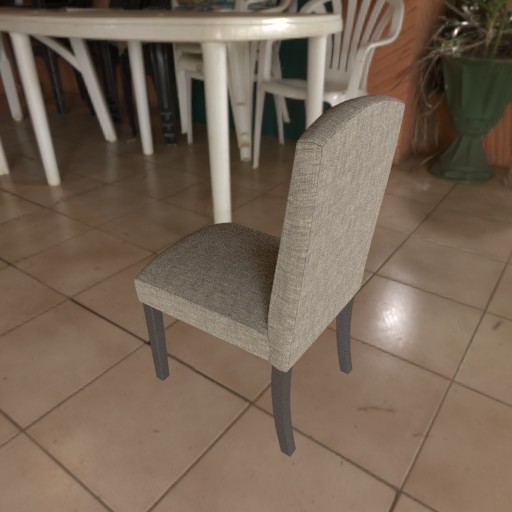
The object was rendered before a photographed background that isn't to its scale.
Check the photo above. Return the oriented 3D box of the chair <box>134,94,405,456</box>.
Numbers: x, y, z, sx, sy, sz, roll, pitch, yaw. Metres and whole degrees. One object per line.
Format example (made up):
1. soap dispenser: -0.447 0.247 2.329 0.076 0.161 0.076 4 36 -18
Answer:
1. chair: 0.000 0.000 1.263 0.580 0.917 0.451 19 35 30
